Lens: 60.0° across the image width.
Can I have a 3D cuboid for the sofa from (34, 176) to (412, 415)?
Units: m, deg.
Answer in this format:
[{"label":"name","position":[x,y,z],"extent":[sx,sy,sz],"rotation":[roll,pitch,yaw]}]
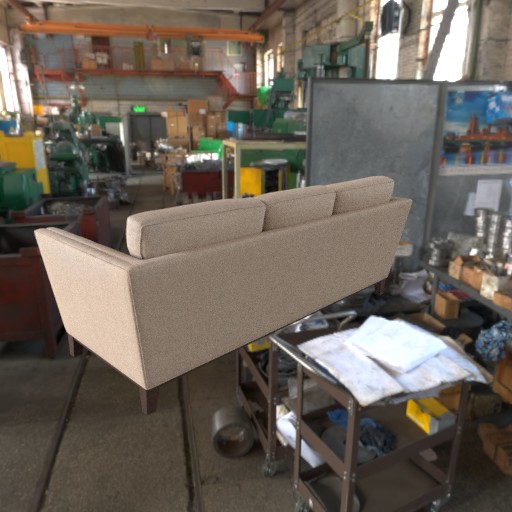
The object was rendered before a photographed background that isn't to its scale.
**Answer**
[{"label":"sofa","position":[0.000,0.000,2.918],"extent":[0.965,0.940,2.388],"rotation":[15,22,42]}]
